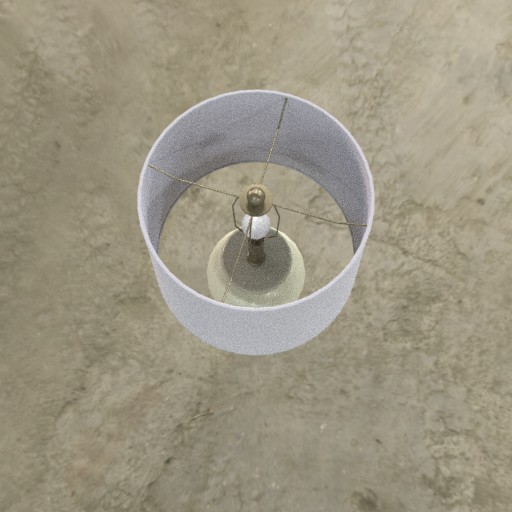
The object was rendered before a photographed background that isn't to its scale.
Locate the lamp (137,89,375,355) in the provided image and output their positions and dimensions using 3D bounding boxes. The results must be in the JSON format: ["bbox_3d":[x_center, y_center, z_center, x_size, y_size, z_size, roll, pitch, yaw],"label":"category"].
[{"bbox_3d":[0.000,0.000,0.544,0.239,0.399,0.239,0,76,0],"label":"lamp"}]
